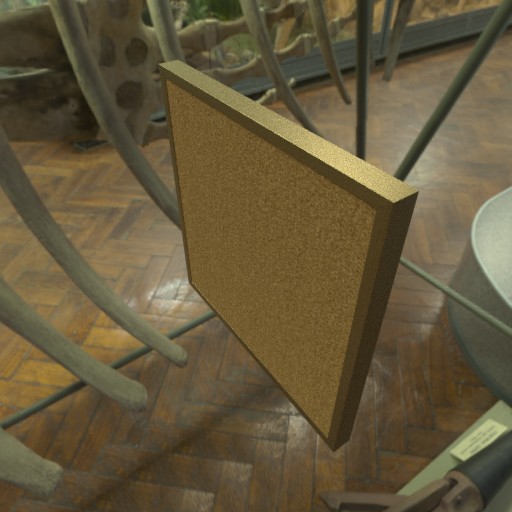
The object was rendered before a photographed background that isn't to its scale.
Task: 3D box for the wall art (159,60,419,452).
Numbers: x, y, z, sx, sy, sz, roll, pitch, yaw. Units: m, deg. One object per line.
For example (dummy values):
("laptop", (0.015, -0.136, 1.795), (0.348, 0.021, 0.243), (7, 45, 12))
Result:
("wall art", (0.000, 0.000, 0.758), (0.037, 0.509, 0.510), (-25, 46, -26))
